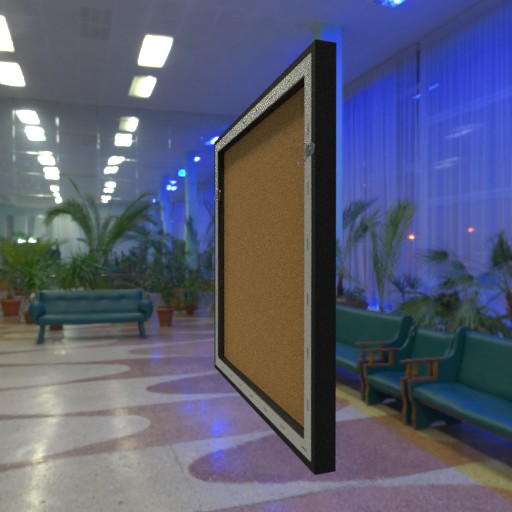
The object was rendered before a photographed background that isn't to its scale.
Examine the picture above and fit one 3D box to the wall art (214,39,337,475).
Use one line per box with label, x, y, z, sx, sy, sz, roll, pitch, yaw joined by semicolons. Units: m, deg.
wall art;0.000;0.000;1.135;0.044;0.758;0.758;0;1;-19
